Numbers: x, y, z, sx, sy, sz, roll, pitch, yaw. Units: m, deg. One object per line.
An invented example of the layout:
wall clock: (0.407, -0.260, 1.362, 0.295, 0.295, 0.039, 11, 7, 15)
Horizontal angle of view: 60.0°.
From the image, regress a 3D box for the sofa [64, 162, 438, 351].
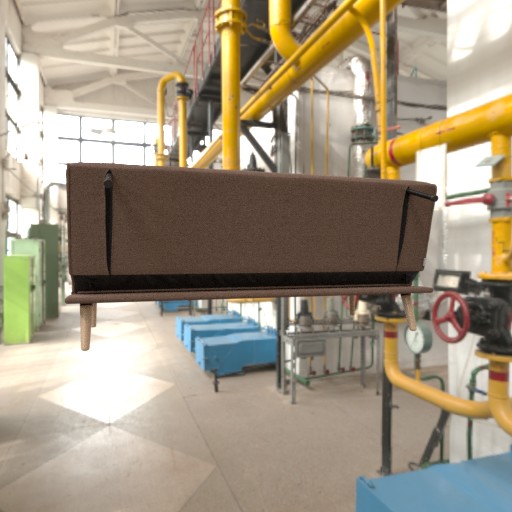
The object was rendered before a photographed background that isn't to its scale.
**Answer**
sofa: (0.000, 0.000, 2.349, 1.820, 0.810, 1.038, 0, 0, -17)
